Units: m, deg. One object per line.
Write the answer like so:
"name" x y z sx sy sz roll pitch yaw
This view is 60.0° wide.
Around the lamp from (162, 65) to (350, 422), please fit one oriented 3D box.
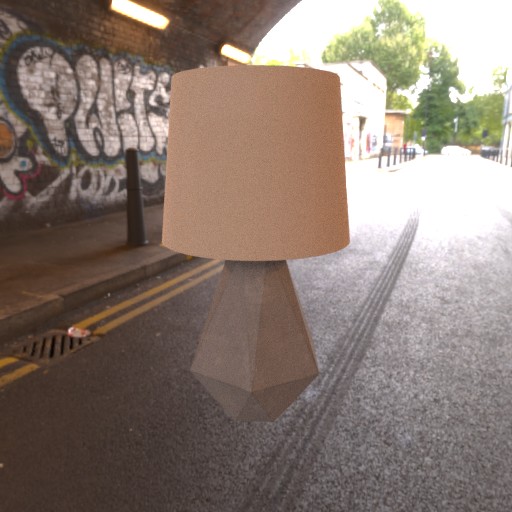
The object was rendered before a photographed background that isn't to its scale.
"lamp" 0.000 0.000 0.671 0.276 0.501 0.276 0 14 0
